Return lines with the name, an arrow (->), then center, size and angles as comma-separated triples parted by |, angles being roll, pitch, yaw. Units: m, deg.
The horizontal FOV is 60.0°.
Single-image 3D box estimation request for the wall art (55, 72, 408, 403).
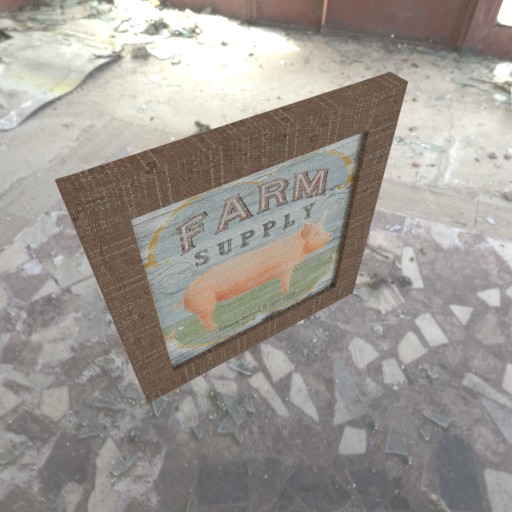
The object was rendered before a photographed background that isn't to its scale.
wall art -> 0.000, 0.000, 0.799 | 0.531, 0.531, 0.040 | -24, 52, -21
